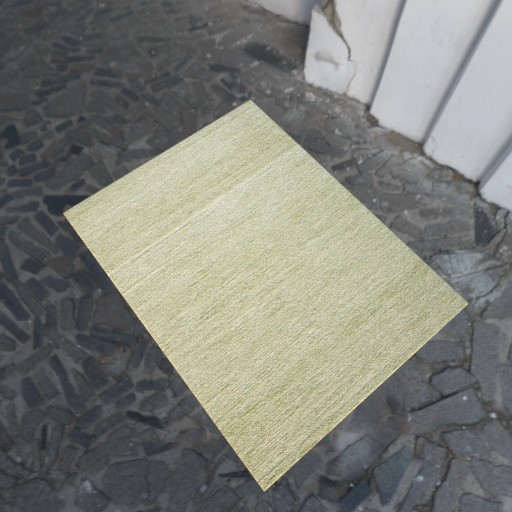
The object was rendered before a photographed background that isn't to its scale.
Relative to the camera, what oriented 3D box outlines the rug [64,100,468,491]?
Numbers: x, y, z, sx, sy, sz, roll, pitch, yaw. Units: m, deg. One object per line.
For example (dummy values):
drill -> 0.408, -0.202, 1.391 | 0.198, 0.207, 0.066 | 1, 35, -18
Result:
rug -> 0.000, 0.000, 4.270 | 2.425, 0.016, 3.198 | -36, 70, -16
